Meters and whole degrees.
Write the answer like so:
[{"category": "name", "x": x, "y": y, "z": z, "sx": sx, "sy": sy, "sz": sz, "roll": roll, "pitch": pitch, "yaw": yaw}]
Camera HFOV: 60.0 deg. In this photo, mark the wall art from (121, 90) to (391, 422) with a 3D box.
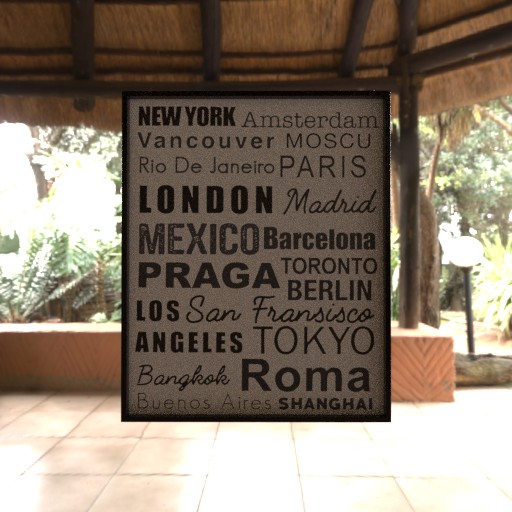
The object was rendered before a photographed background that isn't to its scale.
[{"category": "wall art", "x": 0.000, "y": 0.000, "z": 0.755, "sx": 0.448, "sy": 0.551, "sz": 0.038, "roll": 0, "pitch": -1, "yaw": 0}]
